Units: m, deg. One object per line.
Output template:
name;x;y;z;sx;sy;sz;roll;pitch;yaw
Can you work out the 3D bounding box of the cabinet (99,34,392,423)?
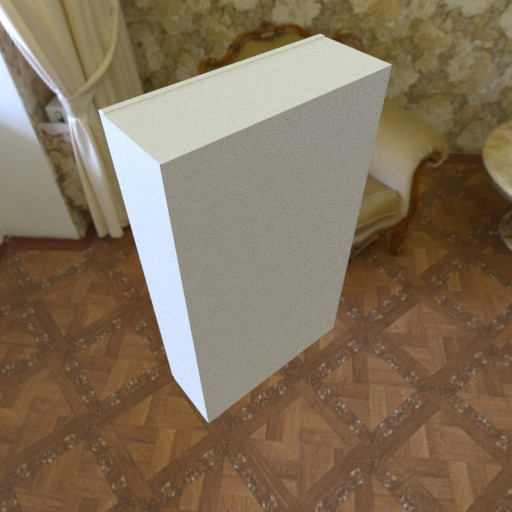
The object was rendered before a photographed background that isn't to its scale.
cabinet;0.000;0.000;2.699;1.250;2.160;0.480;-31;54;-26
